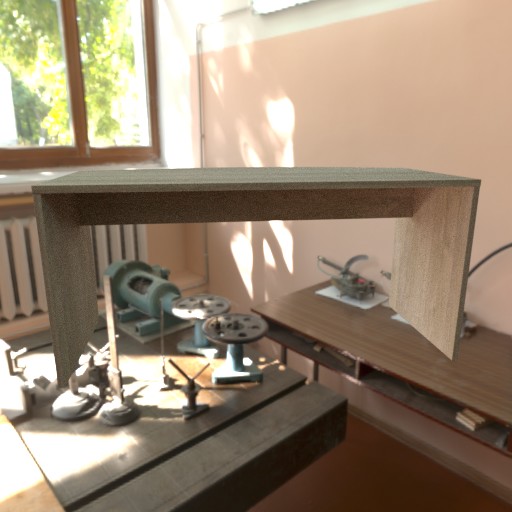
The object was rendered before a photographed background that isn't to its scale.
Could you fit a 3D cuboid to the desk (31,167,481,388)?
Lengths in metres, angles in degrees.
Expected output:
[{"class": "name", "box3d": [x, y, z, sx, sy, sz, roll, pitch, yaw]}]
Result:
[{"class": "desk", "box3d": [0.000, 0.000, 2.042, 1.600, 0.752, 0.802, -2, 15, -7]}]
